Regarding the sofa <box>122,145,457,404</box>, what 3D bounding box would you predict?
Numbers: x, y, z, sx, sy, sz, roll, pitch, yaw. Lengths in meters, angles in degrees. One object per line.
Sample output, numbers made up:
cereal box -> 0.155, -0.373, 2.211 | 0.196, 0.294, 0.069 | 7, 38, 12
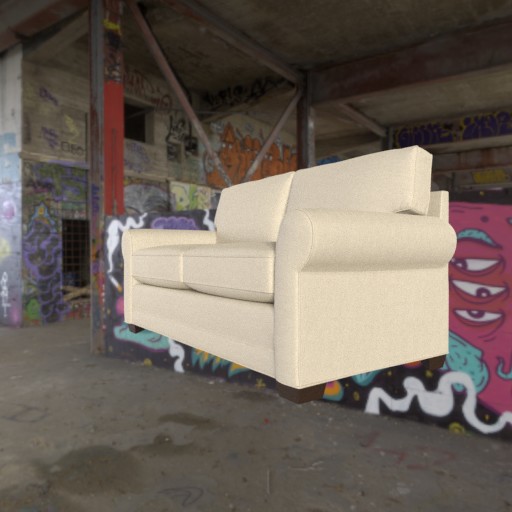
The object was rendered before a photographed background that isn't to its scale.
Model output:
sofa -> 0.000, 0.000, 2.284 | 0.861, 0.933, 1.774 | 0, 1, -35
